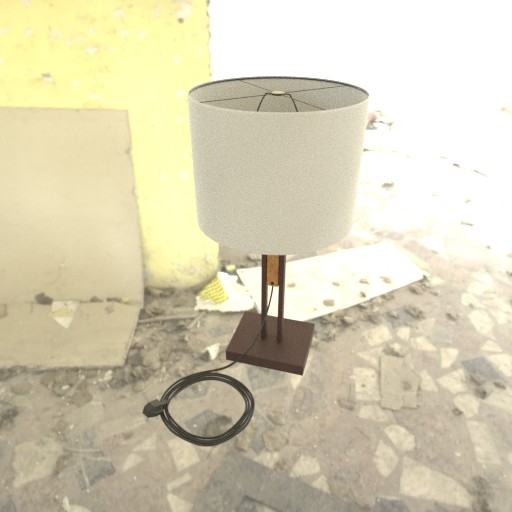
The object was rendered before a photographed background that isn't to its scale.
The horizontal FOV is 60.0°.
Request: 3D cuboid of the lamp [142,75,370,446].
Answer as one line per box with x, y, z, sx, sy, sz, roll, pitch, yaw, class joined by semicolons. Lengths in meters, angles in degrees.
0.000;0.000;0.981;0.396;0.668;0.525;8;32;14;lamp
